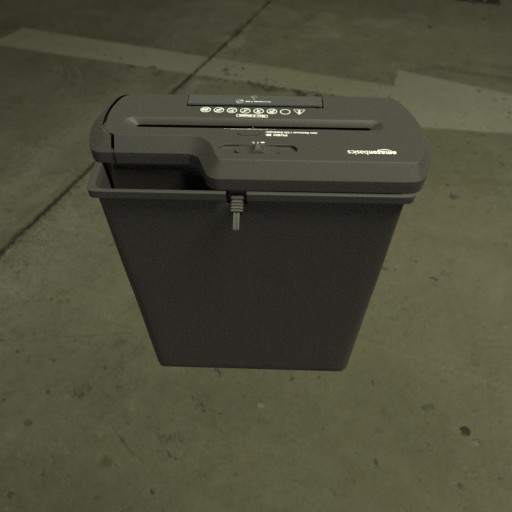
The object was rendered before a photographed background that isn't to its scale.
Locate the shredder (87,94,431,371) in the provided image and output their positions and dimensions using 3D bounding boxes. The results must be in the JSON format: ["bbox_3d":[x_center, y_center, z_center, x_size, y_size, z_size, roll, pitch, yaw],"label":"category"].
[{"bbox_3d":[0.000,0.000,0.516,0.320,0.335,0.170,1,46,1],"label":"shredder"}]
